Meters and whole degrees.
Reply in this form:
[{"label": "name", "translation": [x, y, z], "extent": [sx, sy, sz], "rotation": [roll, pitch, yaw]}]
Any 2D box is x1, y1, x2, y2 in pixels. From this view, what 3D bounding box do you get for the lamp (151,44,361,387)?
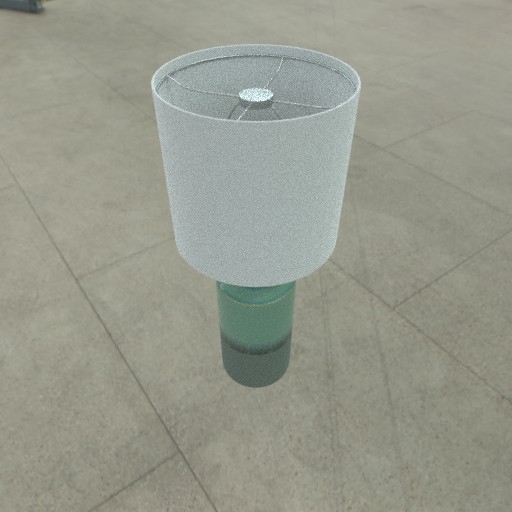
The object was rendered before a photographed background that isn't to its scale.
[{"label": "lamp", "translation": [0.000, 0.000, 0.617], "extent": [0.212, 0.493, 0.212], "rotation": [13, 43, 14]}]
